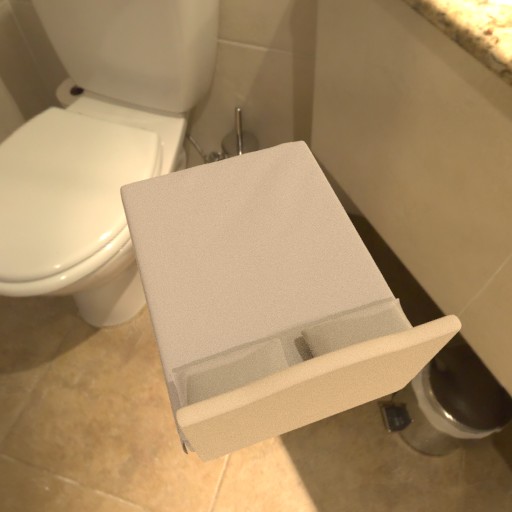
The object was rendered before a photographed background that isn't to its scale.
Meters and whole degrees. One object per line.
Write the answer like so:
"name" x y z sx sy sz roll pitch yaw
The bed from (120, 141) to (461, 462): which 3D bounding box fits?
"bed" 0.000 0.000 3.580 1.977 1.437 2.477 -16 59 -10
